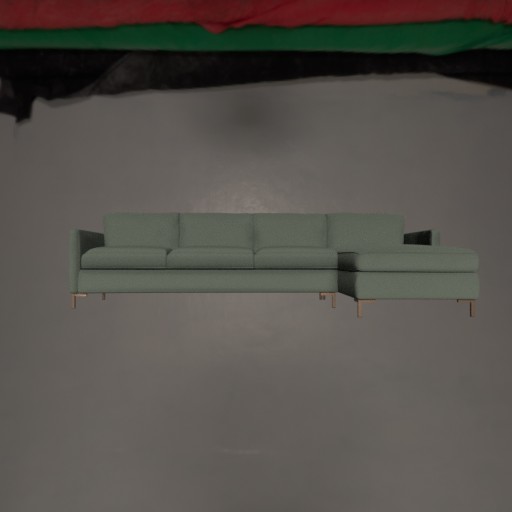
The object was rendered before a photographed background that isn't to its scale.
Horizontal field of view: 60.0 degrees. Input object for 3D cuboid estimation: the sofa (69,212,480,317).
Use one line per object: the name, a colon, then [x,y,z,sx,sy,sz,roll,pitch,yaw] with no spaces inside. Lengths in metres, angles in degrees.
sofa: [0.000,0.000,3.288,2.725,0.756,1.255,0,0,-1]
